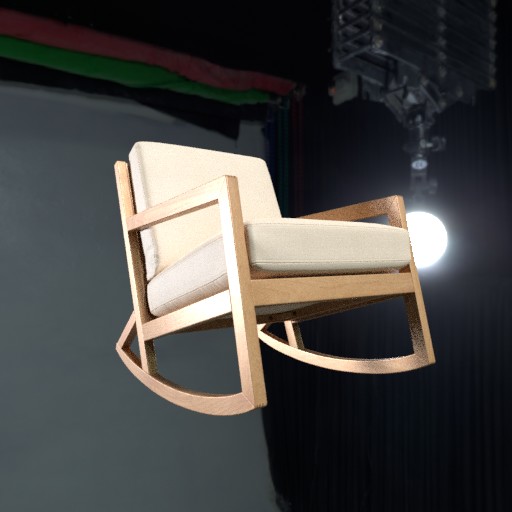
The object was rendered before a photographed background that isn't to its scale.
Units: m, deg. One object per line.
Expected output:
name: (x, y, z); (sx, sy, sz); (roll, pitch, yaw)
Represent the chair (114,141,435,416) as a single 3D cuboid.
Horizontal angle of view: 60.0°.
chair: (0.000, 0.000, 1.405); (0.622, 0.790, 0.857); (0, 1, -36)
